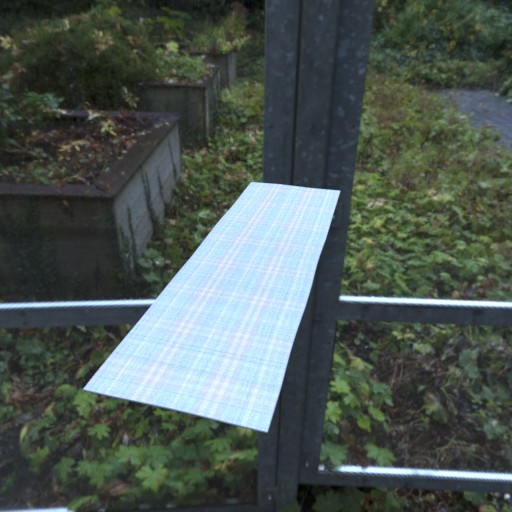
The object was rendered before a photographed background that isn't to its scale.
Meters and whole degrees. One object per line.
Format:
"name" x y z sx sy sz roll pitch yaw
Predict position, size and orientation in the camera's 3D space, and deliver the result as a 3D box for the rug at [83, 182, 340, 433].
"rug" 0.000 0.000 2.701 0.762 0.013 2.439 8 31 13
